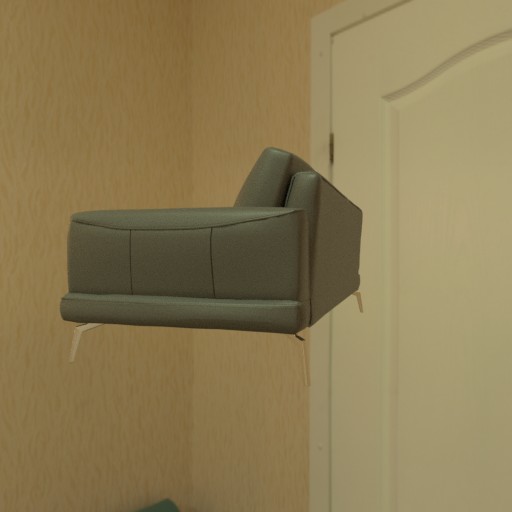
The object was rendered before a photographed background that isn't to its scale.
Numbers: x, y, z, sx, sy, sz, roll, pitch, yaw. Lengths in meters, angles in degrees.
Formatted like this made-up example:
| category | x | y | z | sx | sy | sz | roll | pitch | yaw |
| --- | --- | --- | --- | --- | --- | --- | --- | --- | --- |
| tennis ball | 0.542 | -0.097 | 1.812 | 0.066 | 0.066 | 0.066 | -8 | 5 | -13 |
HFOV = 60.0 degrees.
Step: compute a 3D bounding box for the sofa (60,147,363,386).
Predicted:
| category | x | y | z | sx | sy | sz | roll | pitch | yaw |
| --- | --- | --- | --- | --- | --- | --- | --- | --- | --- |
| sofa | 0.000 | 0.000 | 2.727 | 1.121 | 0.930 | 2.177 | 0 | 1 | 19 |
